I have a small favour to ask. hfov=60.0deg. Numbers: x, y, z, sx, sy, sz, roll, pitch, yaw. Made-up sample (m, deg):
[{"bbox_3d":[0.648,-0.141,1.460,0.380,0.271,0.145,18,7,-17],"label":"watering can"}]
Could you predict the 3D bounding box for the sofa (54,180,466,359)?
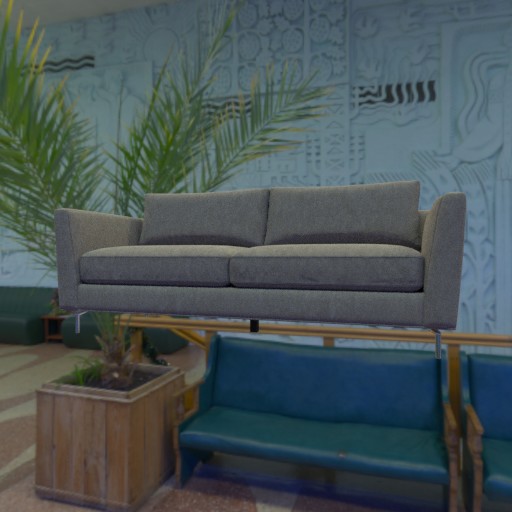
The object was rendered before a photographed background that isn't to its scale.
[{"bbox_3d":[0.000,0.000,2.551,2.121,0.864,0.889,0,0,19],"label":"sofa"}]
